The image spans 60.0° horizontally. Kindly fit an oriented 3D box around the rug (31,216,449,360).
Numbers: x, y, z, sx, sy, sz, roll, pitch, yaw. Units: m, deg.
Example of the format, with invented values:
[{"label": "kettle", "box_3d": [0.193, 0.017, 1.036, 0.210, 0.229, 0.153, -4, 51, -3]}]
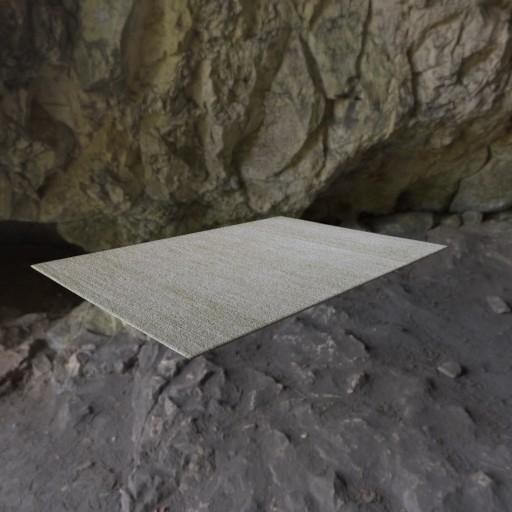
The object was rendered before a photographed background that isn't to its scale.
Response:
[{"label": "rug", "box_3d": [0.000, 0.000, 2.917, 2.270, 0.017, 1.606, -15, 22, -43]}]
